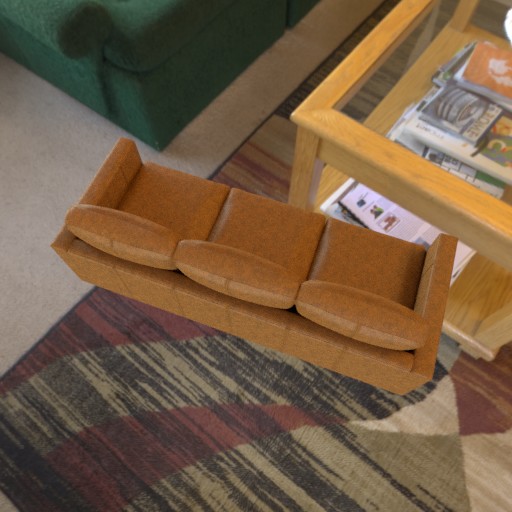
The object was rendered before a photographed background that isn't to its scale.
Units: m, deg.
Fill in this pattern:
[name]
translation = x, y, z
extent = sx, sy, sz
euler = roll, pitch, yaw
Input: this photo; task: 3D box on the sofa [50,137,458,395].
[sofa]
translation = 0.000, 0.000, 2.789
extent = 2.231, 0.930, 0.903
euler = 18, 65, 9
